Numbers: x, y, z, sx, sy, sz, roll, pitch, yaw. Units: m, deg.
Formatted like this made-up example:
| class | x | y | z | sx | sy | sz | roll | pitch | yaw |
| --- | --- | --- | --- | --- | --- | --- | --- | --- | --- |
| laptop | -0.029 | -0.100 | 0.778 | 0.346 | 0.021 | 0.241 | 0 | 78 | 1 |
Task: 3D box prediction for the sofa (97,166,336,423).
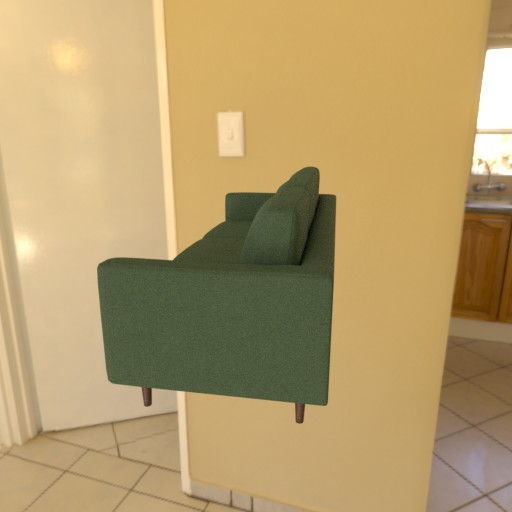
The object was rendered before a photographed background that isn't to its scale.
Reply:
| class | x | y | z | sx | sy | sz | roll | pitch | yaw |
| --- | --- | --- | --- | --- | --- | --- | --- | --- | --- |
| sofa | 0.000 | 0.000 | 2.537 | 0.879 | 0.899 | 2.029 | 3 | 16 | 10 |
